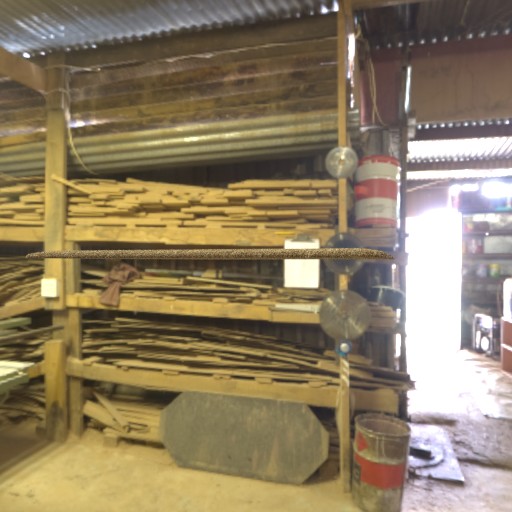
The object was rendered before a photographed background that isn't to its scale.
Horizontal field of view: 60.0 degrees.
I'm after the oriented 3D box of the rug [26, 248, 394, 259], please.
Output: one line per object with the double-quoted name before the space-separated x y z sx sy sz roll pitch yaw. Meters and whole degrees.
"rug" 0.000 0.000 3.816 2.242 0.050 2.873 0 -1 18
